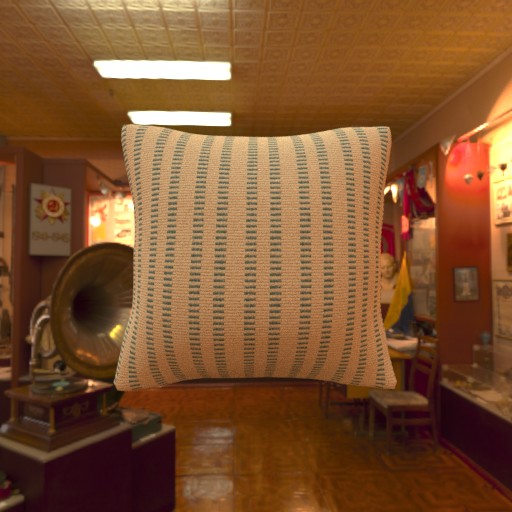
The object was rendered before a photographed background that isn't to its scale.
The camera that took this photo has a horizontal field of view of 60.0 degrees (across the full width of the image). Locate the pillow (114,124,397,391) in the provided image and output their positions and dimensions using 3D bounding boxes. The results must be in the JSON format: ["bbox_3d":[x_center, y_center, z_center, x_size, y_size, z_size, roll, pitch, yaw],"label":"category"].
[{"bbox_3d":[0.000,0.000,0.701,0.438,0.419,0.247,0,-2,-1],"label":"pillow"}]
